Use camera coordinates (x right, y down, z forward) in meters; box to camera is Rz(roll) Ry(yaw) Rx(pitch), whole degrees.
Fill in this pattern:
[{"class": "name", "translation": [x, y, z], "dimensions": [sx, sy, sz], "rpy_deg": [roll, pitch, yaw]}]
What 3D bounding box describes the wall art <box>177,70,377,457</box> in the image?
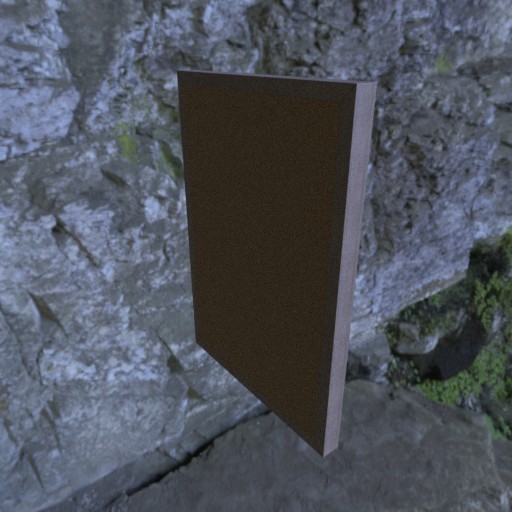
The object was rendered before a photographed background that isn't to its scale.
[{"class": "wall art", "translation": [0.000, 0.000, 0.672], "dimensions": [0.031, 0.509, 0.356], "rpy_deg": [-18, 31, -34]}]
